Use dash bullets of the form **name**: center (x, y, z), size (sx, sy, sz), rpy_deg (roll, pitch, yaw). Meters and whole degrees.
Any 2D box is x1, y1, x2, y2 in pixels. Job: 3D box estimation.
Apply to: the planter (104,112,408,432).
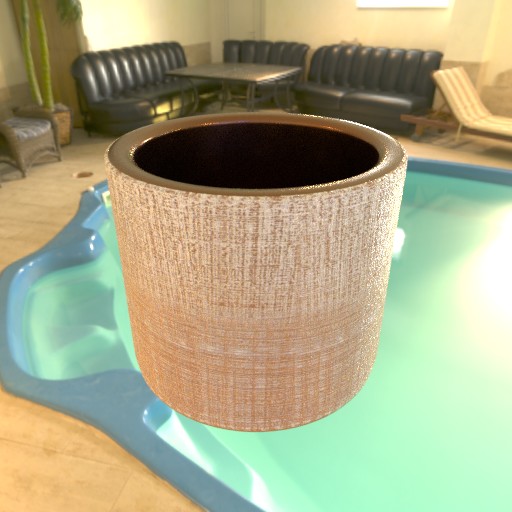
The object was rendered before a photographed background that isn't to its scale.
- **planter**: center (0.000, 0.000, 0.185), size (0.109, 0.096, 0.109), rpy_deg (0, 30, 0)
